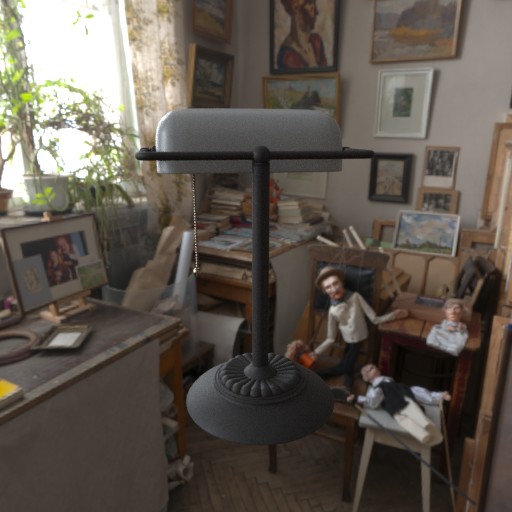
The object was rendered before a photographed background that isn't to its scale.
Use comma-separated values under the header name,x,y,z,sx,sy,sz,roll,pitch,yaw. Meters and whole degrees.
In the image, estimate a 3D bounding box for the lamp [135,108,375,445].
name,x,y,z,sx,sy,sz,roll,pitch,yaw
lamp,0.000,0.000,0.528,0.264,0.339,0.243,-2,16,-9
